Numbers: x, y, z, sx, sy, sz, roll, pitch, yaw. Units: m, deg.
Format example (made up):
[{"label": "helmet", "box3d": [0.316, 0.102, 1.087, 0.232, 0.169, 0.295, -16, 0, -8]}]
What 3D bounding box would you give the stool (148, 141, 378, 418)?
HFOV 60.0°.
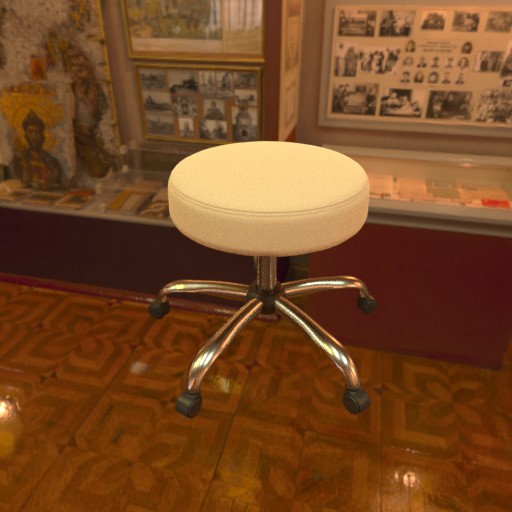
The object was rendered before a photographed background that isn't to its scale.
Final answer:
[{"label": "stool", "box3d": [0.000, 0.000, 1.061, 0.614, 0.482, 0.634, 8, 31, 14]}]
